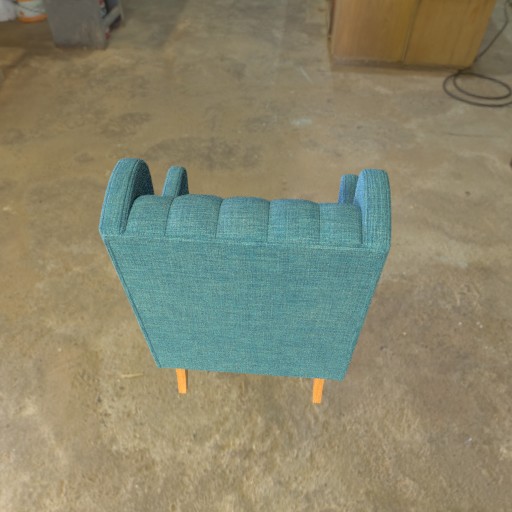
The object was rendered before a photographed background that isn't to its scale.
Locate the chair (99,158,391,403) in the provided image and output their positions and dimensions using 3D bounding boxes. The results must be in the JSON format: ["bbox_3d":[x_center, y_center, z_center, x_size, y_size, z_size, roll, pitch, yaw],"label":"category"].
[{"bbox_3d":[0.000,0.000,1.504,0.711,0.952,0.775,3,45,3],"label":"chair"}]
